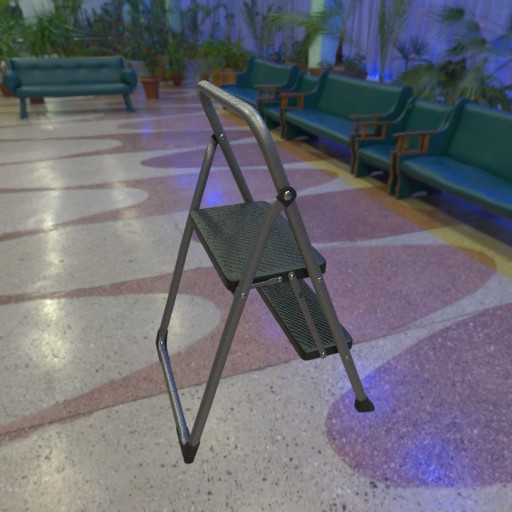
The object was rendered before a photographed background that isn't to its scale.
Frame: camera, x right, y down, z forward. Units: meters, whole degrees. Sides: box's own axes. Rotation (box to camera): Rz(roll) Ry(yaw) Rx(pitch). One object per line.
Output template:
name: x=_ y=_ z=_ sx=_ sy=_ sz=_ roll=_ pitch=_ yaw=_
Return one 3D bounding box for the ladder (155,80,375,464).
ladder: x=0.000 y=0.000 z=1.008 sx=0.472 sy=0.720 sz=0.430 roll=-10 pitch=31 yaw=-17
